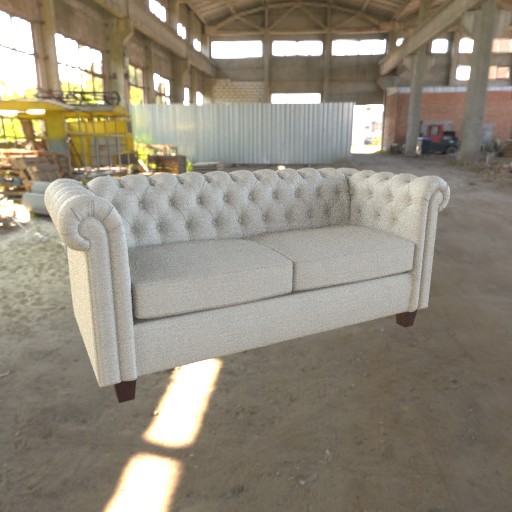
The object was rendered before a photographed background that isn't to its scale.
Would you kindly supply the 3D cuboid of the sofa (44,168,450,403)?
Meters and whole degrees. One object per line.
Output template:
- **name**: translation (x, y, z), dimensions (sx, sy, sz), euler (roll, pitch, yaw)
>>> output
- **sofa**: translation (0.000, 0.000, 2.193), dimensions (1.798, 0.797, 0.783), euler (-8, 17, -27)
